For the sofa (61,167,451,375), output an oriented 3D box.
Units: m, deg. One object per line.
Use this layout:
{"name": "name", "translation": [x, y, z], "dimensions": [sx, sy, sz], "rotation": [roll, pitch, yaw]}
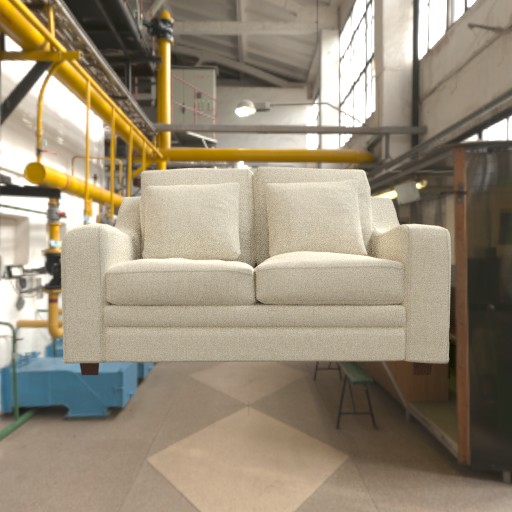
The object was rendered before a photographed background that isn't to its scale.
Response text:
{"name": "sofa", "translation": [0.000, 0.000, 2.388], "dimensions": [1.744, 1.047, 1.040], "rotation": [0, 1, 0]}
